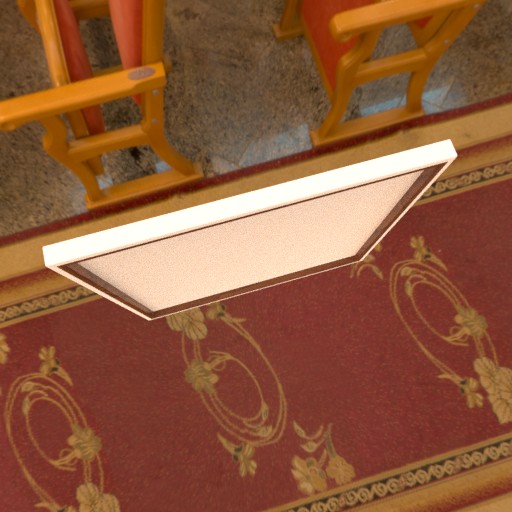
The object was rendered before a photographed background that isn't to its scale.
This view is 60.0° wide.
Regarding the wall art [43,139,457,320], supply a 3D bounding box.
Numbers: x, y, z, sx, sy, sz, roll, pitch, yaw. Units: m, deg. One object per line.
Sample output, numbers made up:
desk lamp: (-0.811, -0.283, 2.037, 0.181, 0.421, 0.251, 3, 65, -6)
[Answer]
wall art: (0.000, 0.000, 1.151, 0.757, 0.757, 0.037, -15, 75, -4)
